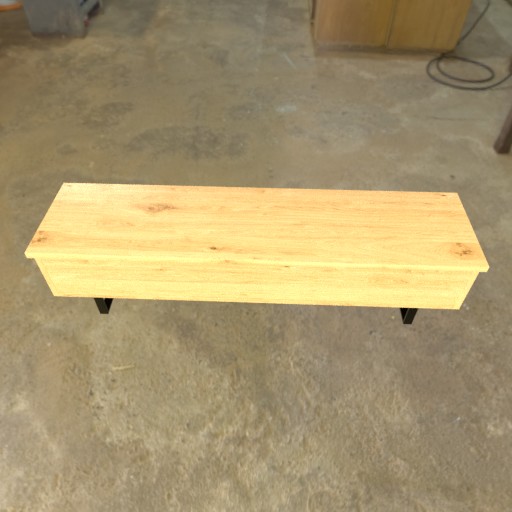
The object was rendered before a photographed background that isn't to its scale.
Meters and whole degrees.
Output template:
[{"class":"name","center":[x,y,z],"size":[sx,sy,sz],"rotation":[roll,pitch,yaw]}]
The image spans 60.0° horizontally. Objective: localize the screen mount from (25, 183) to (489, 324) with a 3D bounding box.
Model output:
[{"class":"screen mount","center":[0.000,0.000,1.929],"size":[1.700,0.430,0.450],"rotation":[2,46,2]}]
